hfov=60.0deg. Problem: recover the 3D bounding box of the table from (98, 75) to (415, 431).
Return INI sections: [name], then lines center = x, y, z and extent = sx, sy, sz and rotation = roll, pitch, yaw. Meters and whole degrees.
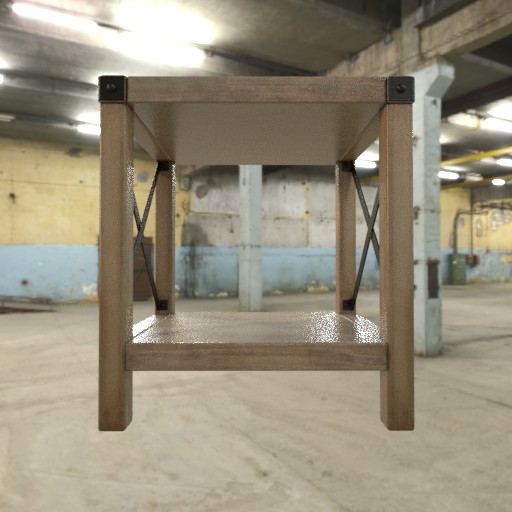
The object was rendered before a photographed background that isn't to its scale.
[table]
center = 0.000, 0.000, 0.909
extent = 0.510, 0.561, 0.459
rotation = 0, -1, 0
